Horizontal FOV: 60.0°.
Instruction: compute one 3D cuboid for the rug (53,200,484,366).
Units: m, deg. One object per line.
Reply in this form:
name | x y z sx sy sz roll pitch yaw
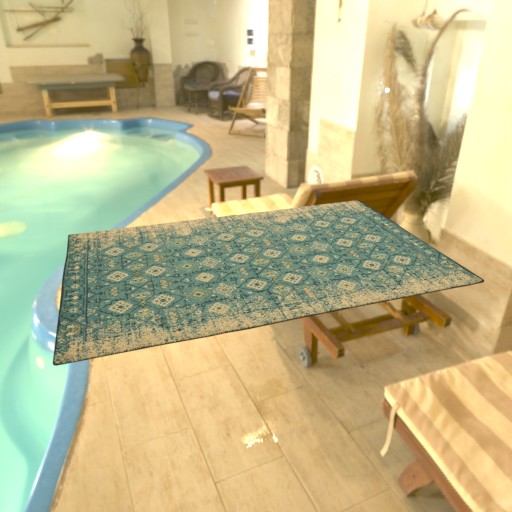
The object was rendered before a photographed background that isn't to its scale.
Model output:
rug | 0.000 0.000 2.994 2.449 0.015 1.530 -8 28 -16
